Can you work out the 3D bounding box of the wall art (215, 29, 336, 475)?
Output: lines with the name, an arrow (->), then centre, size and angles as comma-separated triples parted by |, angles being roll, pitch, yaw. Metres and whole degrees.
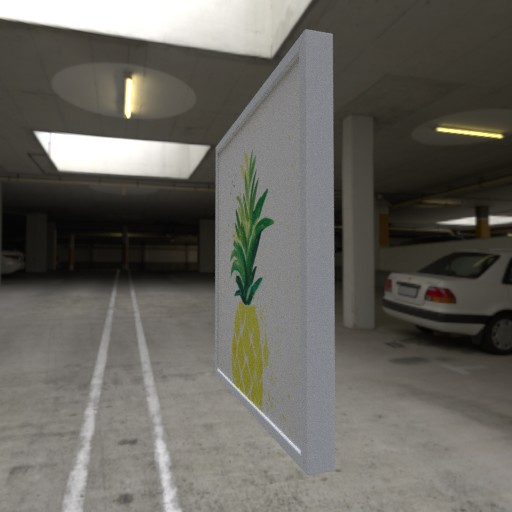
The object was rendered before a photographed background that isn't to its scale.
wall art -> 0.000, 0.000, 0.752 | 0.035, 0.507, 0.508 | 1, -2, -17
